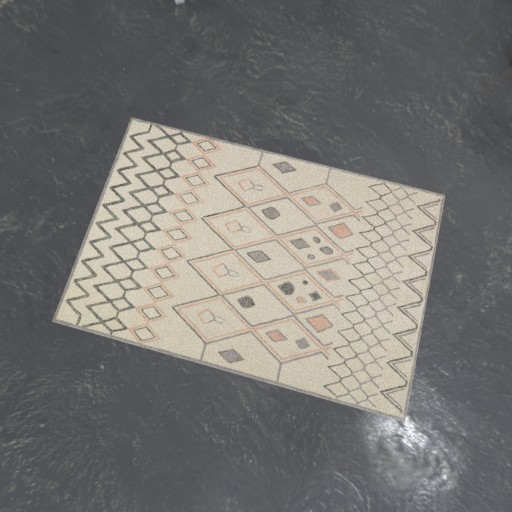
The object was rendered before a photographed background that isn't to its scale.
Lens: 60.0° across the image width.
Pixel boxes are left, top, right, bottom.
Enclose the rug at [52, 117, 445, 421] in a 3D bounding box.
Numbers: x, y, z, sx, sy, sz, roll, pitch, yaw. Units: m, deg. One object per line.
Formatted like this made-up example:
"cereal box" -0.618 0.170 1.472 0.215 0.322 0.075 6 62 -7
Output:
"rug" 0.000 0.000 2.355 1.829 0.016 1.219 15 76 4
